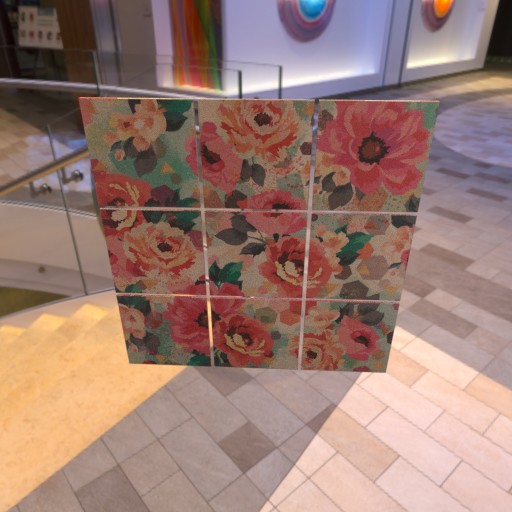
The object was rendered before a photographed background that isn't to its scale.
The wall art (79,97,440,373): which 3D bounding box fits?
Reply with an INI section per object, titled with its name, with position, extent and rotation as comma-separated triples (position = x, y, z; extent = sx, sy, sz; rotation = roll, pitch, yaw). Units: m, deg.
[wall art]
position = 0.000, 0.000, 1.800
extent = 1.216, 1.220, 0.013
rotation = 1, 30, 2
